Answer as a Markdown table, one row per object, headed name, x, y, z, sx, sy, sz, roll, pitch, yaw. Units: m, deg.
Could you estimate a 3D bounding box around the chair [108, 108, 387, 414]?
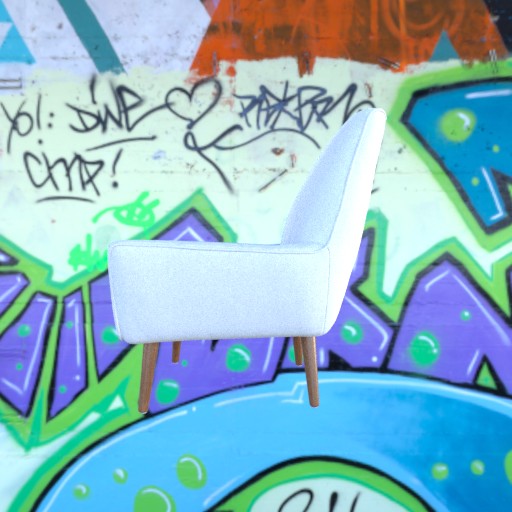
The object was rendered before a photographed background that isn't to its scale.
| name | x | y | z | sx | sy | sz | roll | pitch | yaw |
| --- | --- | --- | --- | --- | --- | --- | --- | --- | --- |
| chair | 0.000 | 0.000 | 1.527 | 0.822 | 0.888 | 0.787 | 0 | 2 | 0 |
